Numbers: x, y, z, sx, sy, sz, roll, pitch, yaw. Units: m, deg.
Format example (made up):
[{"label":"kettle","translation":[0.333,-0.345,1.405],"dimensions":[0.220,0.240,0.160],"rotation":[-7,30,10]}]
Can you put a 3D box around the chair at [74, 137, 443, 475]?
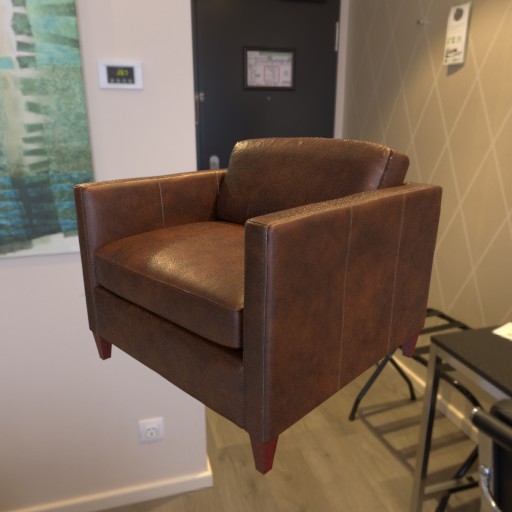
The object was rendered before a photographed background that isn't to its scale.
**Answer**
[{"label":"chair","translation":[0.000,0.000,1.694],"dimensions":[0.990,0.864,0.975],"rotation":[15,22,42]}]
